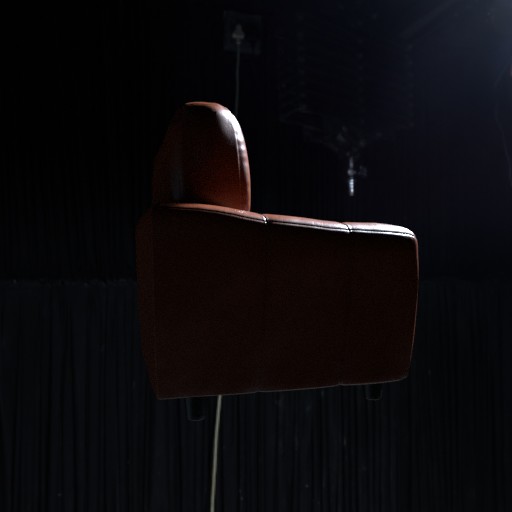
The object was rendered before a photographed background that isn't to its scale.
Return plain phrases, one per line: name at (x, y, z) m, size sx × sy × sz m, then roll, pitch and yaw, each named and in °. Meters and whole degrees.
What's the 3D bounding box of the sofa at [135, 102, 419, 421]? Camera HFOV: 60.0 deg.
sofa at (0.000, 0.000, 1.546) m, size 0.789 × 0.876 × 0.836 m, roll 0°, pitch 0°, yaw -18°
